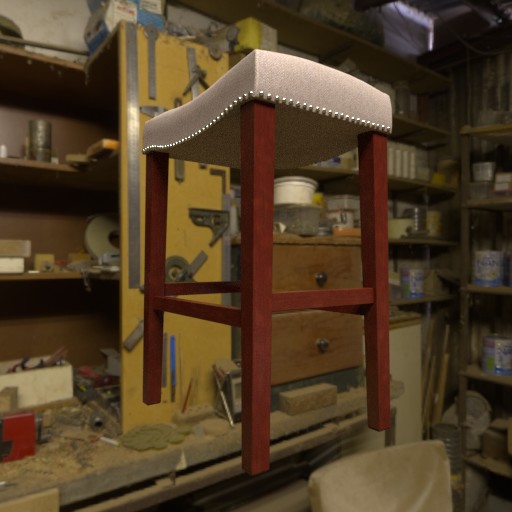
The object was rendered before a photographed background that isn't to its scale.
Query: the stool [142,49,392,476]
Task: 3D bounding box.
[{"bbox_3d":[0.000,0.000,1.040,0.372,0.742,0.504,1,-1,-36],"label":"stool"}]
